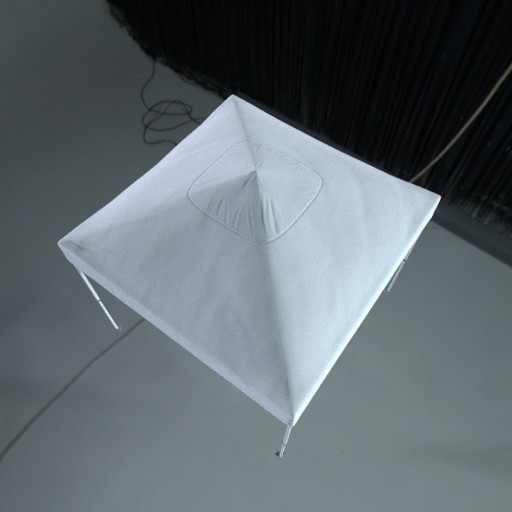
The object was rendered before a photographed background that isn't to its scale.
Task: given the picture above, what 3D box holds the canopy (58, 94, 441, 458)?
[{"bbox_3d":[0.000,0.000,5.418,2.998,2.997,2.996,32,63,19],"label":"canopy"}]
